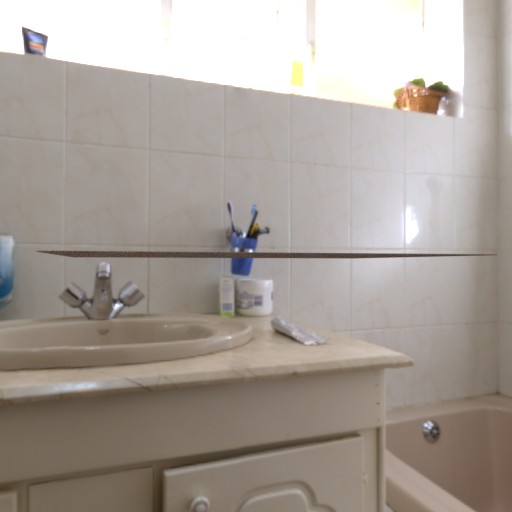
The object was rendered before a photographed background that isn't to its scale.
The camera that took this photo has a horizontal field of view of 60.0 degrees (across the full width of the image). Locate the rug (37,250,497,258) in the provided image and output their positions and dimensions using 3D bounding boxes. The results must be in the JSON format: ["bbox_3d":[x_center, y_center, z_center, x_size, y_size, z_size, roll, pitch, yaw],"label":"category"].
[{"bbox_3d":[0.000,0.000,2.233,1.818,0.005,1.217,0,-1,-18],"label":"rug"}]
